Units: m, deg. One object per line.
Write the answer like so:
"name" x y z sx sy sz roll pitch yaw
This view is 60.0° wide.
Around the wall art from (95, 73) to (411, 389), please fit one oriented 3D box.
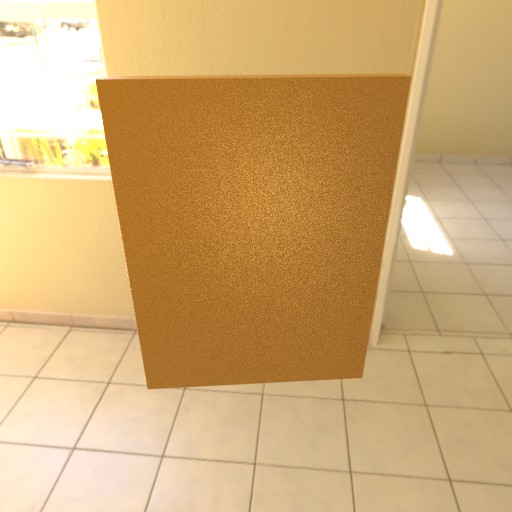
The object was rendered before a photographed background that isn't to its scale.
"wall art" 0.000 0.000 1.070 0.610 0.812 0.038 -2 30 -4
